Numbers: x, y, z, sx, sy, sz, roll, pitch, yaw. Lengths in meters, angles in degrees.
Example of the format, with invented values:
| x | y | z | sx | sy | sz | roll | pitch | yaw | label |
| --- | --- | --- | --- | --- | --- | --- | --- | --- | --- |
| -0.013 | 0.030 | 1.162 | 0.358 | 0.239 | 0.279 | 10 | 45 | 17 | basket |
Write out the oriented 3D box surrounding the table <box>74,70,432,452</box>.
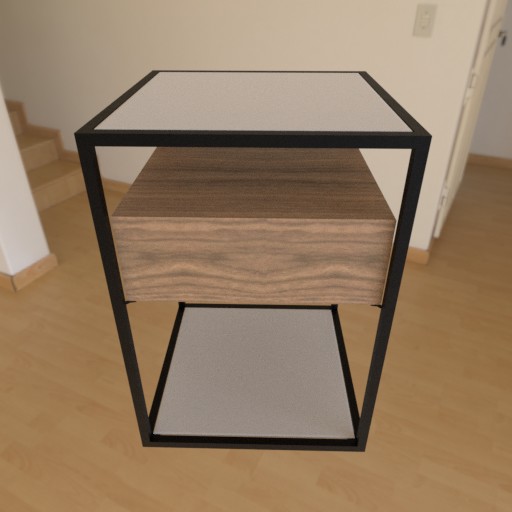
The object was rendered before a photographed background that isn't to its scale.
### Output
| x | y | z | sx | sy | sz | roll | pitch | yaw | label |
| --- | --- | --- | --- | --- | --- | --- | --- | --- | --- |
| 0.000 | 0.000 | 0.770 | 0.378 | 0.540 | 0.378 | 1 | 32 | 1 | table |
